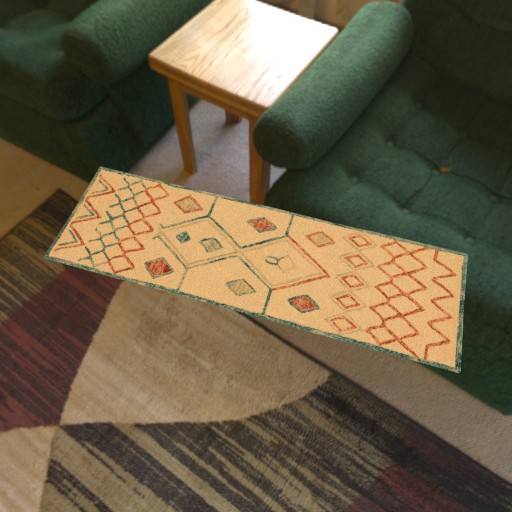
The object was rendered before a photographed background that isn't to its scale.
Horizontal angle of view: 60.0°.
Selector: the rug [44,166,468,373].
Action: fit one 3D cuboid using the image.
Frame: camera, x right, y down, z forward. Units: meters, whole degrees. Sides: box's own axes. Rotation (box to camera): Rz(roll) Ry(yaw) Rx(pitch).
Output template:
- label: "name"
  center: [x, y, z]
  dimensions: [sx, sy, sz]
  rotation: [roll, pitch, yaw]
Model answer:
- label: "rug"
  center: [0.000, 0.000, 2.659]
  dimensions: [2.435, 0.011, 0.750]
  rotation: [14, 61, 8]
